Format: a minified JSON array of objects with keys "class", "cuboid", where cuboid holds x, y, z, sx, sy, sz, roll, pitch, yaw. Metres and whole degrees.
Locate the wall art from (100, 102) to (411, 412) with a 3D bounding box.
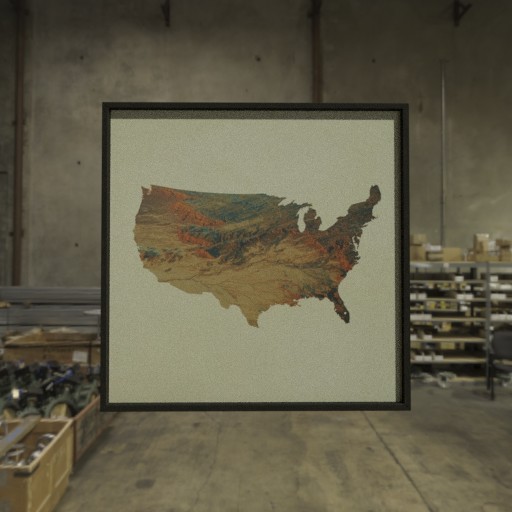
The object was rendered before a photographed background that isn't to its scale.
[{"class":"wall art","cuboid":[0.000,0.000,1.111,0.762,0.762,0.038,0,-1,-1]}]
